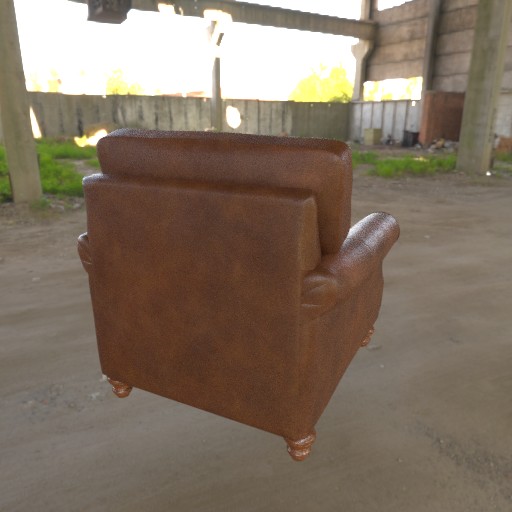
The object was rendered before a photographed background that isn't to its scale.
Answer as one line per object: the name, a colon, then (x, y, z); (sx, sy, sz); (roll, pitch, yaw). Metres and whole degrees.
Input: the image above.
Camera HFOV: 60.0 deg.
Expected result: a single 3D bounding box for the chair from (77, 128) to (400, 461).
chair: (0.000, 0.000, 1.746); (0.989, 0.972, 0.992); (9, 19, 25)
